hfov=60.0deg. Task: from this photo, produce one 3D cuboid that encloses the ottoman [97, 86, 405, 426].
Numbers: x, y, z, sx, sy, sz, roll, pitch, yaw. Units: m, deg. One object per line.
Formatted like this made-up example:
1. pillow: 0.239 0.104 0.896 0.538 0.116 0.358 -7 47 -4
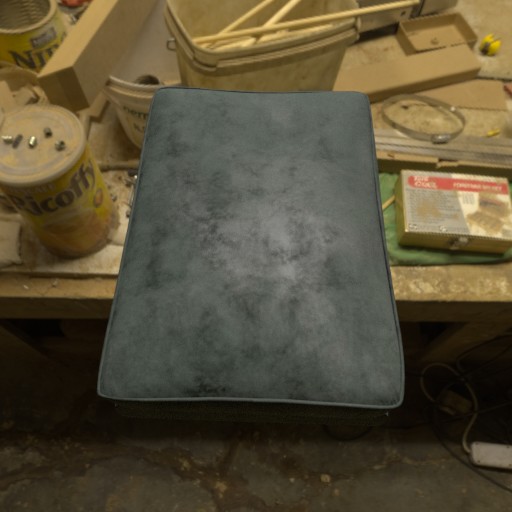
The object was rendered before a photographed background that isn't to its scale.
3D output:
1. ottoman: 0.000 0.000 1.216 0.632 0.495 0.864 2 62 1
